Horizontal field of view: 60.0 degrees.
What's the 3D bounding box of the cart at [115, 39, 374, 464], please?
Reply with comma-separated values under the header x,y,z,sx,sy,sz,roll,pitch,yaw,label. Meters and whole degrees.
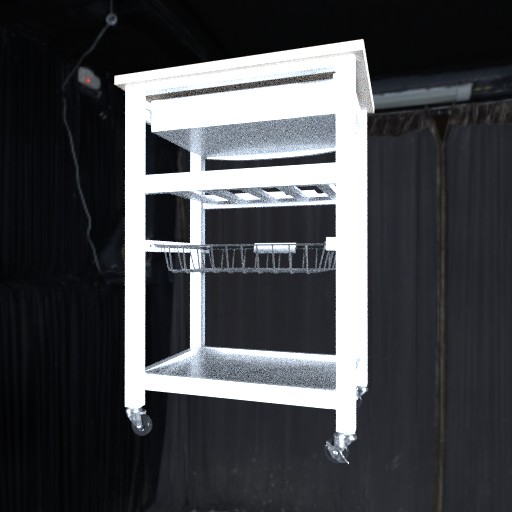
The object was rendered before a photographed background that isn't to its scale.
x,y,z,sx,sy,sz,roll,pitch,yaw,label
0.000,0.000,1.159,0.578,0.857,0.406,0,0,18,cart
